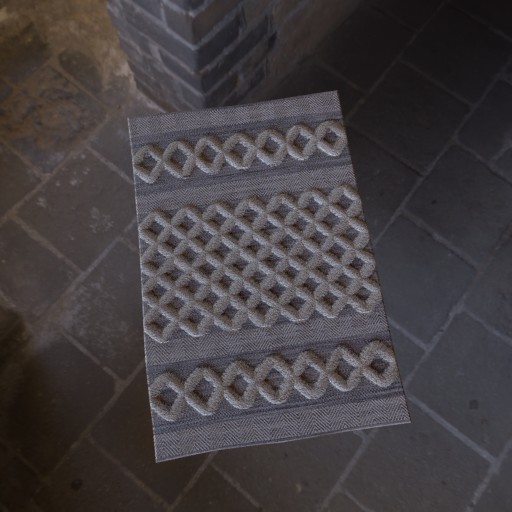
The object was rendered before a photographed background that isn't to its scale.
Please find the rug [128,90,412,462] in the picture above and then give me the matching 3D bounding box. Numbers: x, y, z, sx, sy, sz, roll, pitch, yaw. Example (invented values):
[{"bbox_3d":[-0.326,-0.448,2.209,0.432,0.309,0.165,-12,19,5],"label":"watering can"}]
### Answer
[{"bbox_3d":[0.000,0.000,2.299,1.222,0.030,1.823,-8,75,-2],"label":"rug"}]
